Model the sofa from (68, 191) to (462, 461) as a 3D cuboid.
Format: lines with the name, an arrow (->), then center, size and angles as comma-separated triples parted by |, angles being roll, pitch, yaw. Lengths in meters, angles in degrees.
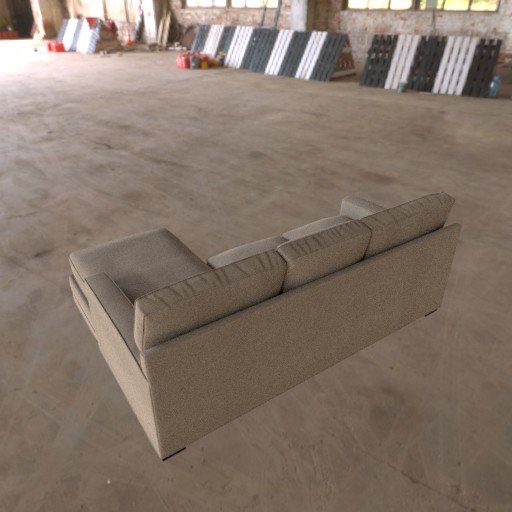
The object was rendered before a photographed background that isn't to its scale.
sofa -> 0.000, 0.000, 2.885 | 2.087, 0.861, 1.496 | -19, 36, -29
